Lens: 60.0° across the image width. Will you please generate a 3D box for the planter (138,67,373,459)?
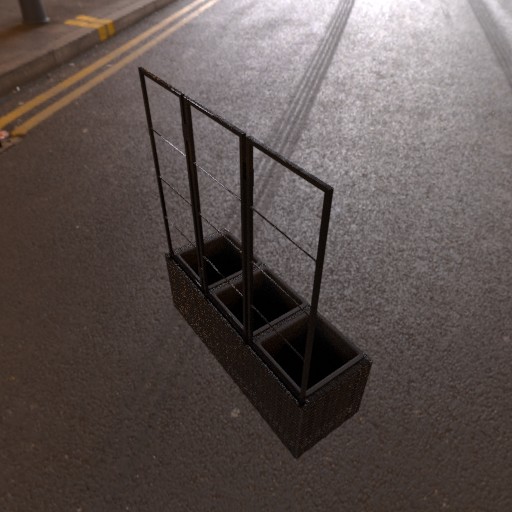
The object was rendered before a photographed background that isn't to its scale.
[{"bbox_3d":[0.000,0.000,1.182,0.244,0.841,0.698,-25,47,-26],"label":"planter"}]
